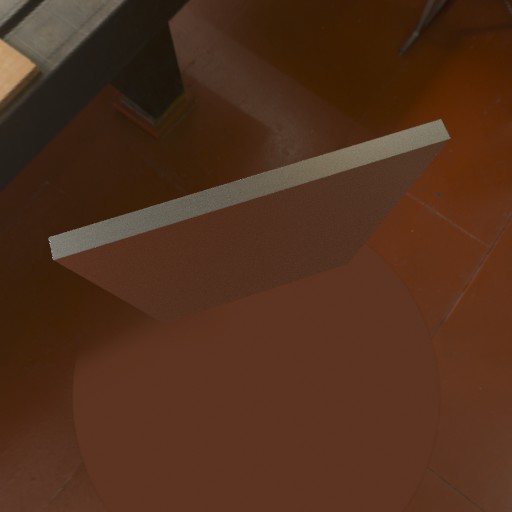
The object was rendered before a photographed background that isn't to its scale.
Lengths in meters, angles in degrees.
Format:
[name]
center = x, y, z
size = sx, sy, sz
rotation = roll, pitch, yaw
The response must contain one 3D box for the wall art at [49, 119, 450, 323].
[wall art]
center = 0.000, 0.000, 0.749
size = 0.444, 0.569, 0.025
rotation = -18, 76, -5
